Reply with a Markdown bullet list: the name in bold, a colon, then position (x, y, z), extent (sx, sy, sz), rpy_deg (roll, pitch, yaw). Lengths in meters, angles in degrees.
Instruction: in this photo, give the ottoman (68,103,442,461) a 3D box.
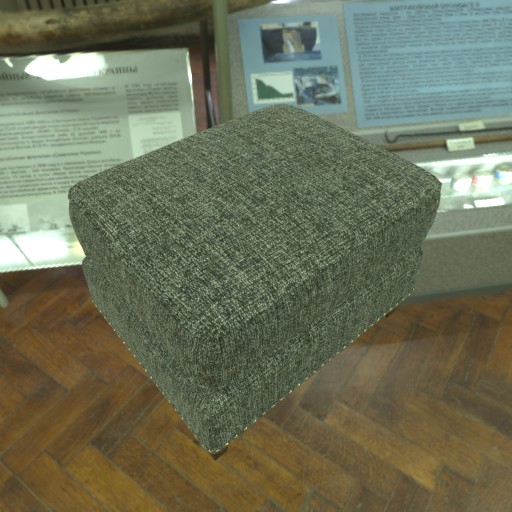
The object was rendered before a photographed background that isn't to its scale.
- **ottoman**: position (0.000, 0.000, 1.157), extent (0.738, 0.537, 0.589), rpy_deg (-31, 52, -28)
